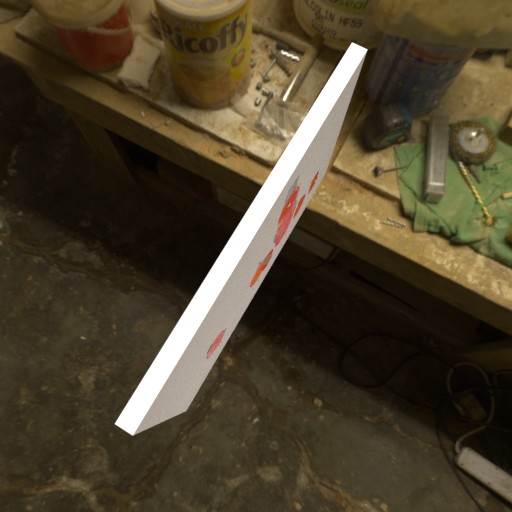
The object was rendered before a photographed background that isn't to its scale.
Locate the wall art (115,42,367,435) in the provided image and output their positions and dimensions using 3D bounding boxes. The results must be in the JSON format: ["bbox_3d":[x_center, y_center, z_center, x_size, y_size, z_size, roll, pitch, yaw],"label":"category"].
[{"bbox_3d":[0.000,0.000,1.164,0.038,0.609,0.914,29,77,8],"label":"wall art"}]
